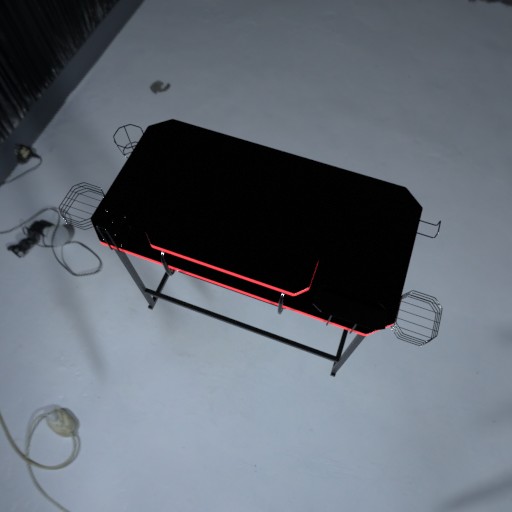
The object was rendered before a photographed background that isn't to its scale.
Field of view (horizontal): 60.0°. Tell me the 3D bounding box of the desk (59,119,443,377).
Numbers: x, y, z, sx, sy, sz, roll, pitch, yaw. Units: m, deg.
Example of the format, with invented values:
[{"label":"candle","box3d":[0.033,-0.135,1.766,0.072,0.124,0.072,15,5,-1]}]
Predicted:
[{"label":"desk","box3d":[0.000,0.000,1.739,1.280,0.913,0.588,18,65,9]}]
